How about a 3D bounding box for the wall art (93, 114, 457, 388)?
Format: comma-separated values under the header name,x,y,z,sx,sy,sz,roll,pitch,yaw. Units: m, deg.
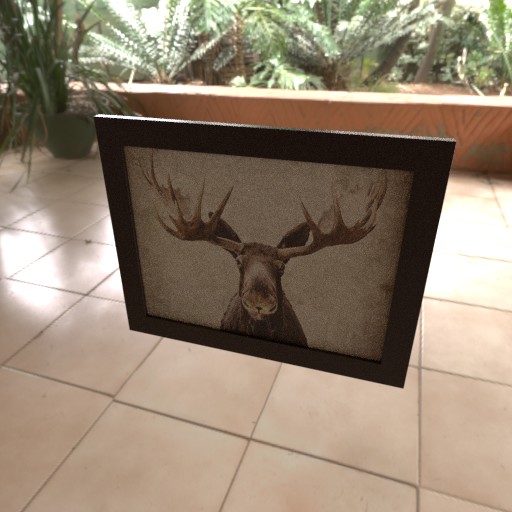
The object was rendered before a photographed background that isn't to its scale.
name,x,y,z,sx,sy,sz,roll,pitch,yaw
wall art,0.000,0.000,1.660,1.207,0.952,0.034,9,30,15
